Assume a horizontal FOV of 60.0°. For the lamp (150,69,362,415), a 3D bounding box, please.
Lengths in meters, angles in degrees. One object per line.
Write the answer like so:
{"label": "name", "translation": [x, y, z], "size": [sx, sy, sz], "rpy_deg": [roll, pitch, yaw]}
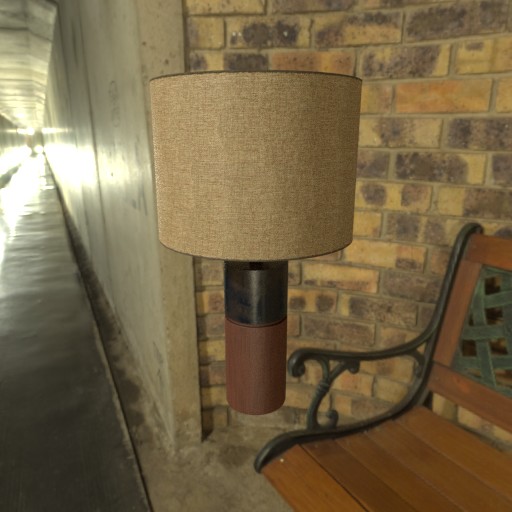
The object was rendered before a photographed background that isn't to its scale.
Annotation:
{"label": "lamp", "translation": [0.000, 0.000, 0.479], "size": [0.202, 0.350, 0.202], "rpy_deg": [0, 16, 0]}
